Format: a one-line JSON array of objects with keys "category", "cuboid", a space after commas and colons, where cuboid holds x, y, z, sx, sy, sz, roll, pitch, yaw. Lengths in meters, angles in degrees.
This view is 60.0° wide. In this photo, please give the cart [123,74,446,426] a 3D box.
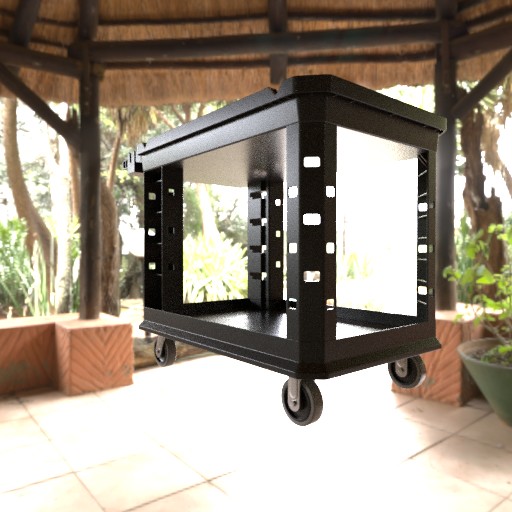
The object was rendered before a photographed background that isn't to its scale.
[{"category": "cart", "cuboid": [0.000, 0.000, 1.717, 0.674, 0.884, 1.239, -1, 1, -39]}]
